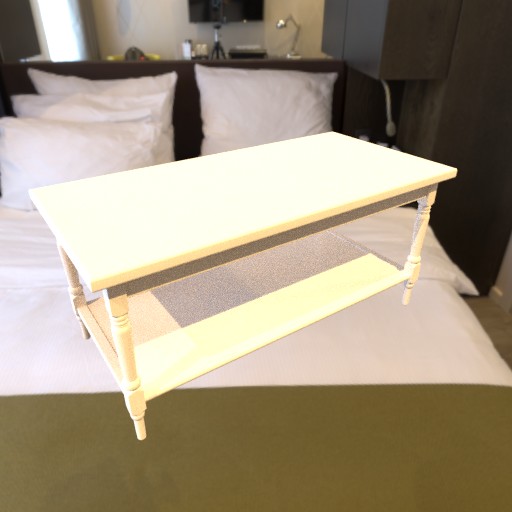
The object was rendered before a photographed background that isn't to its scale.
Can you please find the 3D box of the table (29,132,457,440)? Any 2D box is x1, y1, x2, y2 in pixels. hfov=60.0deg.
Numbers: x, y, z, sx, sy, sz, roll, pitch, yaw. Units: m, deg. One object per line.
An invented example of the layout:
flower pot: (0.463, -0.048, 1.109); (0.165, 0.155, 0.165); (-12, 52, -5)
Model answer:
table: (0.000, 0.000, 1.393); (1.107, 0.510, 0.550); (-19, 35, -30)
